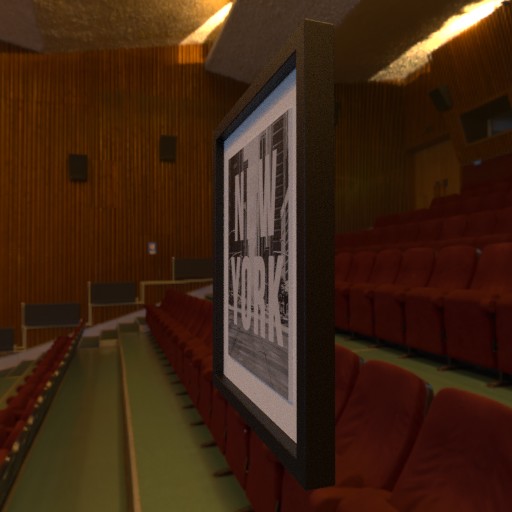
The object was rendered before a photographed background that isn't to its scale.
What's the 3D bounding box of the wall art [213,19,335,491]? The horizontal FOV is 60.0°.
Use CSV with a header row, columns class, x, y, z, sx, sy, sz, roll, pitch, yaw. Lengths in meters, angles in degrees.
class,x,y,z,sx,sy,sz,roll,pitch,yaw
wall art,0.000,0.000,0.516,0.028,0.381,0.328,0,-1,-19
